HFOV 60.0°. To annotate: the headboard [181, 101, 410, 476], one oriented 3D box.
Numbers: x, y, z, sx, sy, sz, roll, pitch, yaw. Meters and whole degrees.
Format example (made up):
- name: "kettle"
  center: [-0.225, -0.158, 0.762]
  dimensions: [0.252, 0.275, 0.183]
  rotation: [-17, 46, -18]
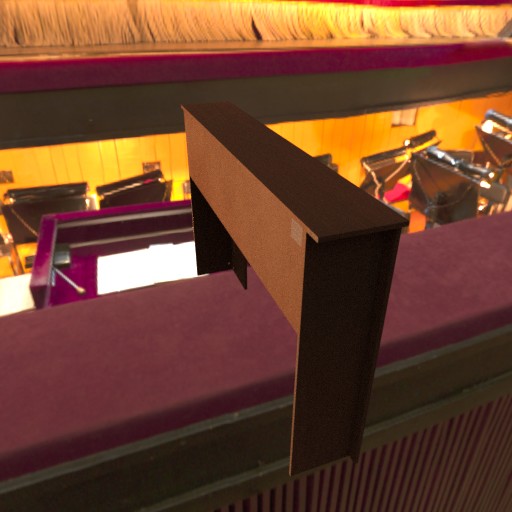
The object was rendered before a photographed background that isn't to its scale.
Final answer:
- name: "headboard"
  center: [0.000, 0.000, 2.117]
  dimensions: [0.279, 1.092, 1.671]
  rotation: [-11, 32, -17]
